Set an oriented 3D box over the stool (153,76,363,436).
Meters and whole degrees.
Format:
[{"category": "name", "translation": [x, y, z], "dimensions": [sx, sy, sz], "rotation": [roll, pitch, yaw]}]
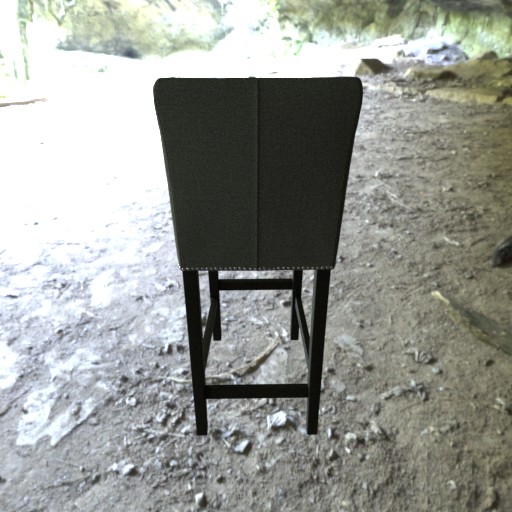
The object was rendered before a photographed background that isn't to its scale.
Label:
[{"category": "stool", "translation": [0.000, 0.000, 1.309], "dimensions": [0.411, 1.047, 0.548], "rotation": [-1, 29, -1]}]
